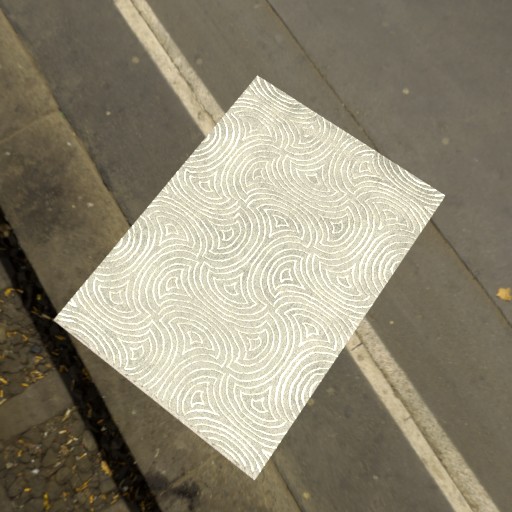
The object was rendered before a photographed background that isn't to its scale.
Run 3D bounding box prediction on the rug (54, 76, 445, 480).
[{"bbox_3d":[0.000,0.000,2.843,1.543,0.015,2.144,35,79,8],"label":"rug"}]
